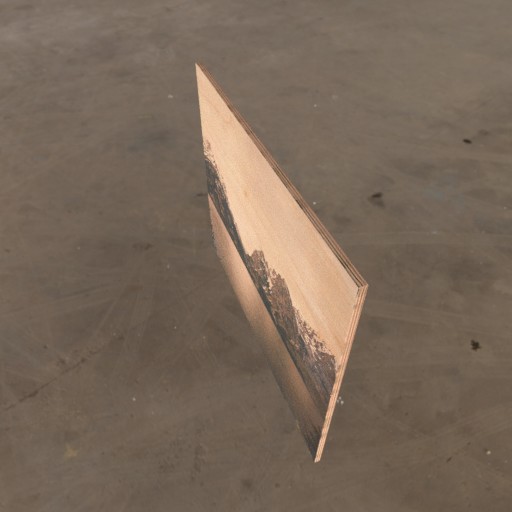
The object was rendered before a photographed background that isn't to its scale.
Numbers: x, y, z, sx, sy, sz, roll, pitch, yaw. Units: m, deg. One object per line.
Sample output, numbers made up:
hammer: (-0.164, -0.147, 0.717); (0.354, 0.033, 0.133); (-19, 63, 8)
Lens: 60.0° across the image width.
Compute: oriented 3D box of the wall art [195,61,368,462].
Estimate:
wall art: (0.000, 0.000, 0.692); (0.010, 0.408, 0.508); (-16, 48, -15)
